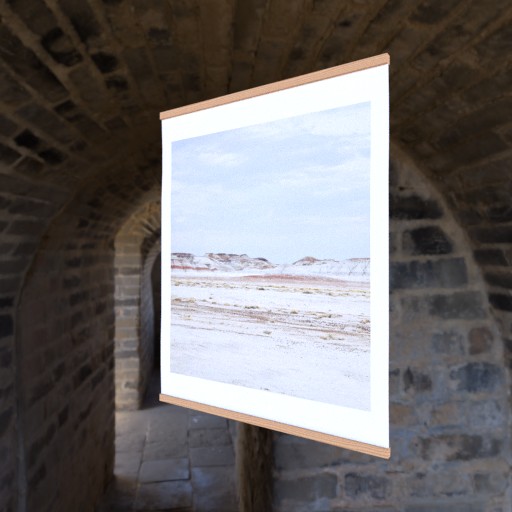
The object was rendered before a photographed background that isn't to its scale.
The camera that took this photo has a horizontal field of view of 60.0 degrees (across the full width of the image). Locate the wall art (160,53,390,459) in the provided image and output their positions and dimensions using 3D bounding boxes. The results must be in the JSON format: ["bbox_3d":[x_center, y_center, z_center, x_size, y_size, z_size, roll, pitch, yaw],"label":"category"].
[{"bbox_3d":[0.000,0.000,0.671,0.404,0.507,0.010,0,0,34],"label":"wall art"}]
